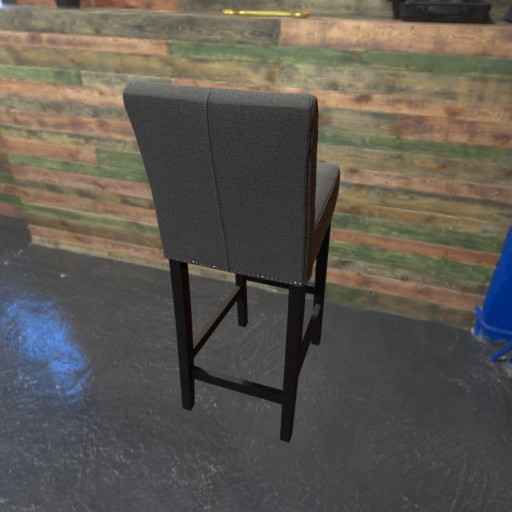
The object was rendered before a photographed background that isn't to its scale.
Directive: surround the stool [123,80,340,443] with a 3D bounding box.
[{"bbox_3d":[0.000,0.000,1.321,0.411,1.047,0.548,11,34,17],"label":"stool"}]
